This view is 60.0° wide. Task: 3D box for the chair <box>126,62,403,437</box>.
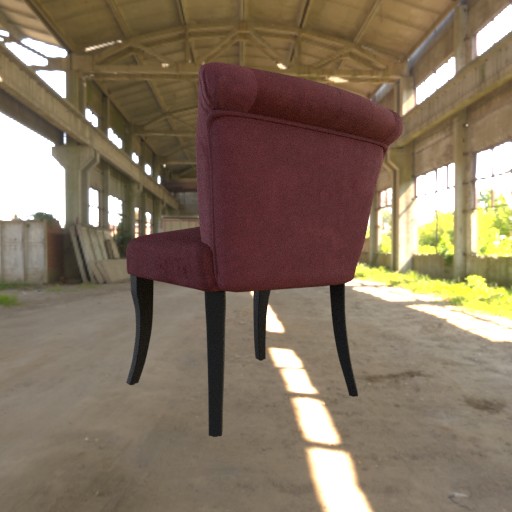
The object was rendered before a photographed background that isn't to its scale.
[{"bbox_3d":[0.000,0.000,1.181,0.582,0.750,0.605,-1,2,-36],"label":"chair"}]
